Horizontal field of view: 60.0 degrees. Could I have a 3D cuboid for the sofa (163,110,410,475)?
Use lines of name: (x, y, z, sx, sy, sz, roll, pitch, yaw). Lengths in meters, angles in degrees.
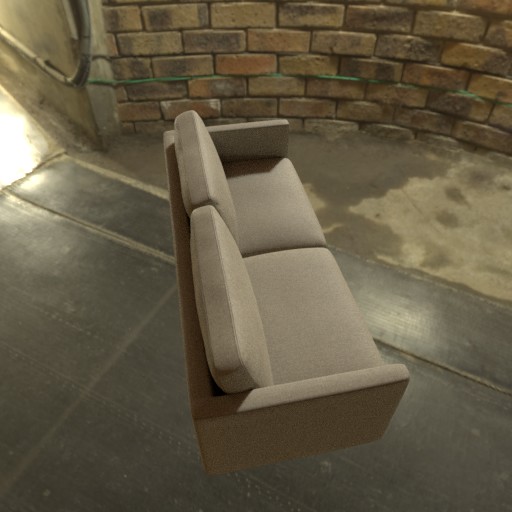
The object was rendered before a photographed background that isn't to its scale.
sofa: (0.000, 0.000, 2.711, 0.956, 0.963, 2.208, -8, 47, -8)
